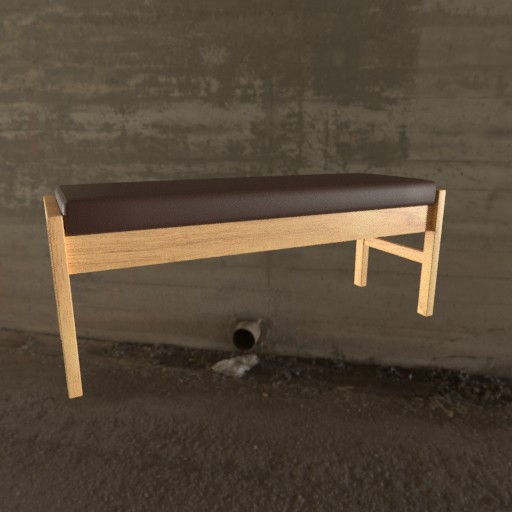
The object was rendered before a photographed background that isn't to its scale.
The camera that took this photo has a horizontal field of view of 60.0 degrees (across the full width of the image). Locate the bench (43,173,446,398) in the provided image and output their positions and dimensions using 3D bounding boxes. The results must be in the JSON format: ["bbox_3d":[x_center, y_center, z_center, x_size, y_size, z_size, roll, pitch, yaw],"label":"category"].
[{"bbox_3d":[0.000,0.000,1.439,1.200,0.480,0.405,-7,16,-25],"label":"bench"}]
